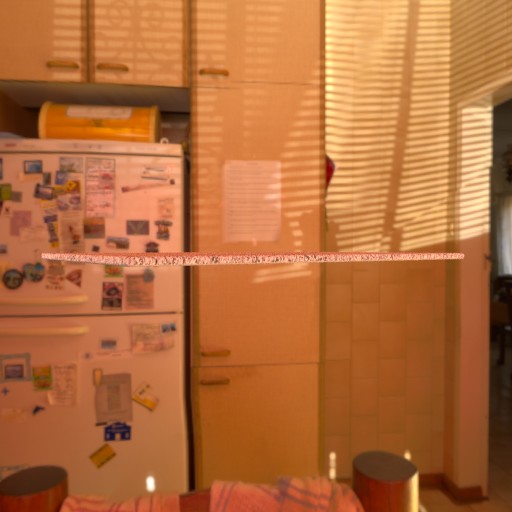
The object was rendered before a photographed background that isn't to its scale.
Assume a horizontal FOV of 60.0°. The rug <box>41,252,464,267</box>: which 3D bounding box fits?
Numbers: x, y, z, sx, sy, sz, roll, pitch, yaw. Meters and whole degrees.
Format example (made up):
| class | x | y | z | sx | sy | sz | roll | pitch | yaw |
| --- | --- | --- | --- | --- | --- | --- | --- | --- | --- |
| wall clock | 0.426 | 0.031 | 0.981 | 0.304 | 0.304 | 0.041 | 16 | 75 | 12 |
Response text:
| class | x | y | z | sx | sy | sz | roll | pitch | yaw |
| --- | --- | --- | --- | --- | --- | --- | --- | --- | --- |
| rug | 0.000 | 0.000 | 2.248 | 1.778 | 0.030 | 1.219 | -1 | 1 | -36 |
